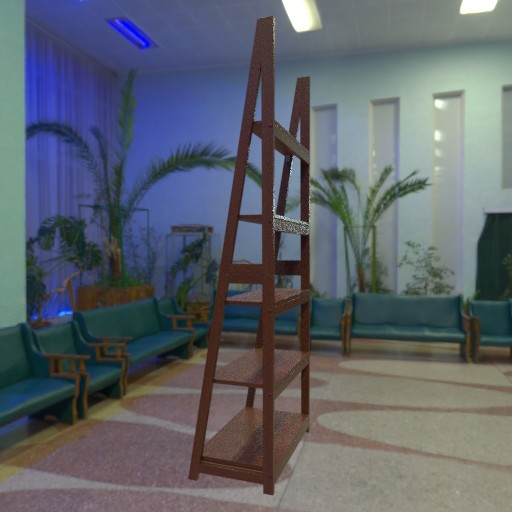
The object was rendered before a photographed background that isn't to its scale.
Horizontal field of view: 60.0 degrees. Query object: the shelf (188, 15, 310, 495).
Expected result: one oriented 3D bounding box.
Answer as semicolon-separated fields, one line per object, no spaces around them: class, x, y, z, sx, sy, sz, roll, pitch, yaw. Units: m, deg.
shelf;0.000;0.000;1.996;0.356;1.780;0.630;0;1;19
